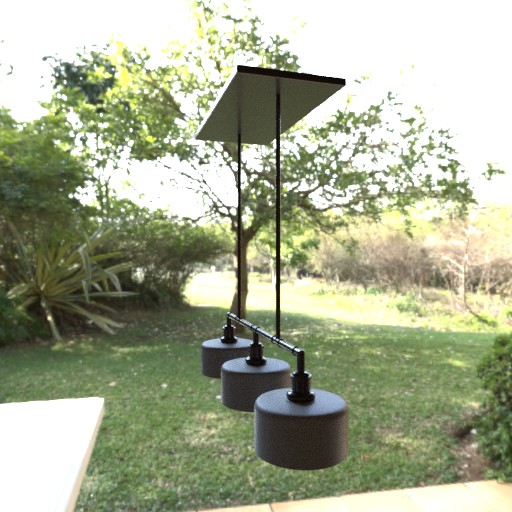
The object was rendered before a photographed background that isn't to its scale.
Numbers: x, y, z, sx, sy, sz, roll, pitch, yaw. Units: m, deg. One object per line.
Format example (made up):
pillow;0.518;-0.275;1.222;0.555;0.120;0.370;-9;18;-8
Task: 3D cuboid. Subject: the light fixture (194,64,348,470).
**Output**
light fixture;0.000;0.000;0.856;0.177;0.557;0.582;0;0;-17
